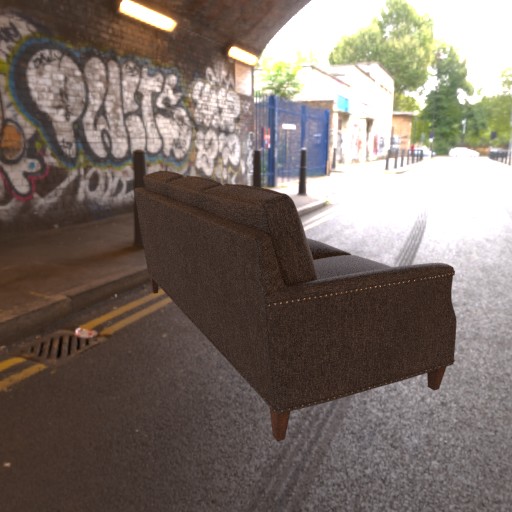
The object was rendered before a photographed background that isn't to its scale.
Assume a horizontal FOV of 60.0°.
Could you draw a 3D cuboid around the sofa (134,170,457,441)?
[{"bbox_3d":[0.000,0.000,2.810,1.084,1.003,2.246,-7,15,-25],"label":"sofa"}]
